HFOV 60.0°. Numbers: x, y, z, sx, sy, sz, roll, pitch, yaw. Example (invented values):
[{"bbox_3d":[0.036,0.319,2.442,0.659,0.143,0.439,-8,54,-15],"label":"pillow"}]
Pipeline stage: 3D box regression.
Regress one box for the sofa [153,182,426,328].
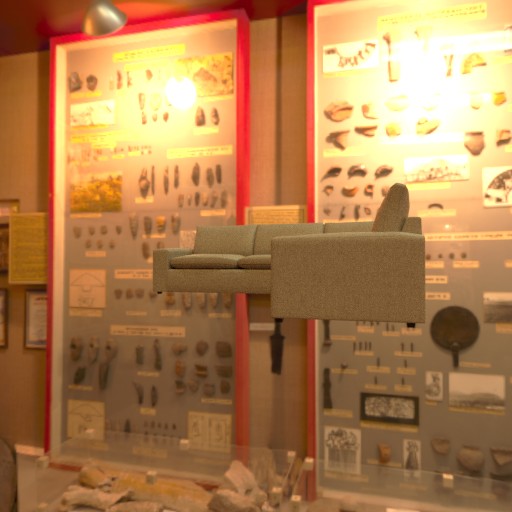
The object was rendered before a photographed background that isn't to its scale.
[{"bbox_3d":[0.000,0.000,3.960,2.622,0.800,2.742,0,-1,16],"label":"sofa"}]
